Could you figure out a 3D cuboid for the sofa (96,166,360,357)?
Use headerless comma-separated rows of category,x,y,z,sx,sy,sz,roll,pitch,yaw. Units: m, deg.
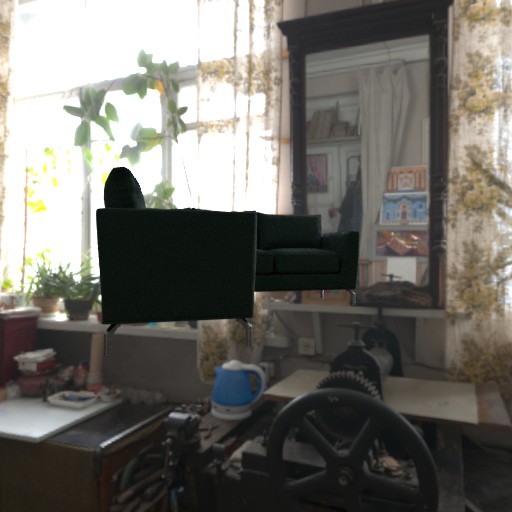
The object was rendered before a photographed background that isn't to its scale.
sofa,0.000,0.000,3.733,2.452,1.004,2.468,0,0,-17
